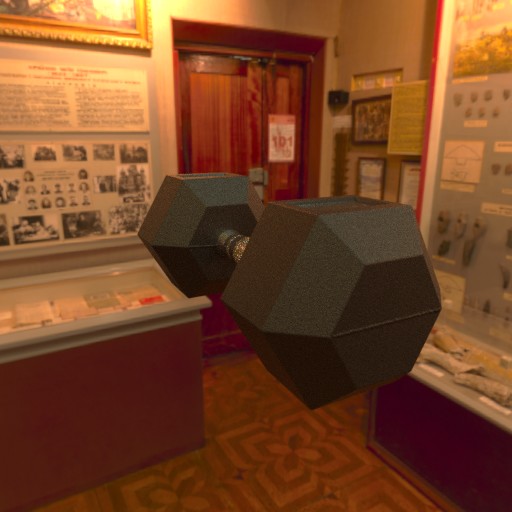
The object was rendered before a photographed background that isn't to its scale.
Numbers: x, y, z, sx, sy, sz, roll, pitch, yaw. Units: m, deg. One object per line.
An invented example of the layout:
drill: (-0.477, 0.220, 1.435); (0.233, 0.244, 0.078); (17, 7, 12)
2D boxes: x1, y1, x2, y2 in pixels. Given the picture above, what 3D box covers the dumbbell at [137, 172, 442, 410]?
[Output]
dumbbell: (0.000, 0.000, 0.436); (0.157, 0.137, 0.361); (-8, 17, -27)
